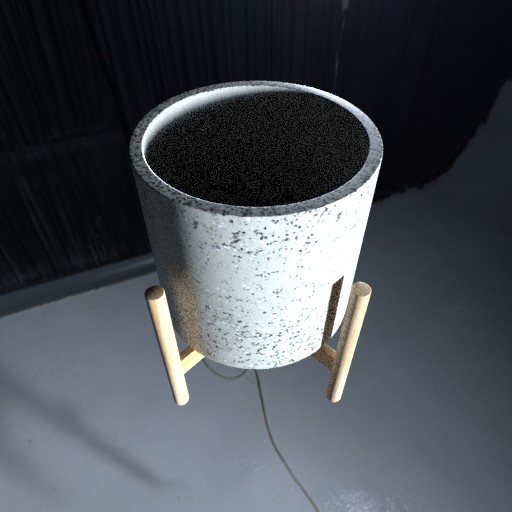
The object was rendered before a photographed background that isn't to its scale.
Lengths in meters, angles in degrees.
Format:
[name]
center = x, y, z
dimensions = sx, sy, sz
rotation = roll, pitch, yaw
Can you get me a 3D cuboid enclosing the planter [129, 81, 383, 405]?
[planter]
center = 0.000, 0.000, 0.688
dimensions = 0.360, 0.419, 0.360
rotation = -17, 48, -16
